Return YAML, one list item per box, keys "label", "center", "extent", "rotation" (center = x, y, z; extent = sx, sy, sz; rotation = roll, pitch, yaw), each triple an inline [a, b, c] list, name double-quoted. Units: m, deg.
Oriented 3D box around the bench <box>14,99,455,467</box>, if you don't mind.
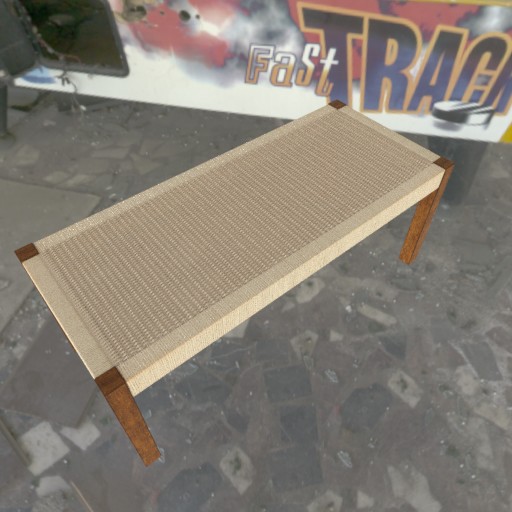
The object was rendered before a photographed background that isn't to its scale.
- label: "bench"
  center: [0.000, 0.000, 1.433]
  extent: [1.198, 0.457, 0.507]
  rotation: [-32, 56, -25]
